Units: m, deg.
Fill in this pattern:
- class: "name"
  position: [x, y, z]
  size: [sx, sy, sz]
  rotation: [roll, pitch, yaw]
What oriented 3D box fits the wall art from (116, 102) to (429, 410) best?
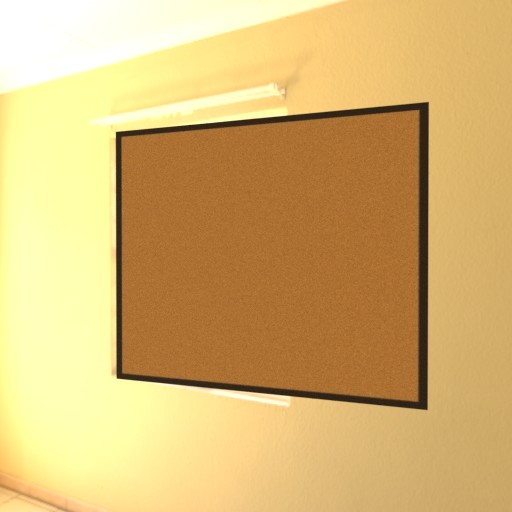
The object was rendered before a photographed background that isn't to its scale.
- class: "wall art"
  position: [0.000, 0.000, 1.425]
  size: [1.033, 0.875, 0.023]
  rotation: [0, 1, 18]
